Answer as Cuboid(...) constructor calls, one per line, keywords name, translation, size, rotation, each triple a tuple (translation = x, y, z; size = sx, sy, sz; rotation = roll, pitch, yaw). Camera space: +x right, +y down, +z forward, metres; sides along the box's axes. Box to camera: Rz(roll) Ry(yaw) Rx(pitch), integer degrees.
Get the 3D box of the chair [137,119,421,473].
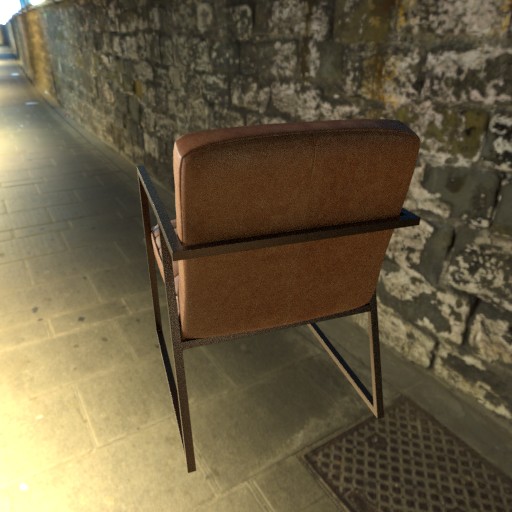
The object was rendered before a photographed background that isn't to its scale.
Cuboid(name="chair", translation=(0.000, 0.000, 1.265), size=(0.571, 0.832, 0.677), rotation=(-8, 28, -16))
